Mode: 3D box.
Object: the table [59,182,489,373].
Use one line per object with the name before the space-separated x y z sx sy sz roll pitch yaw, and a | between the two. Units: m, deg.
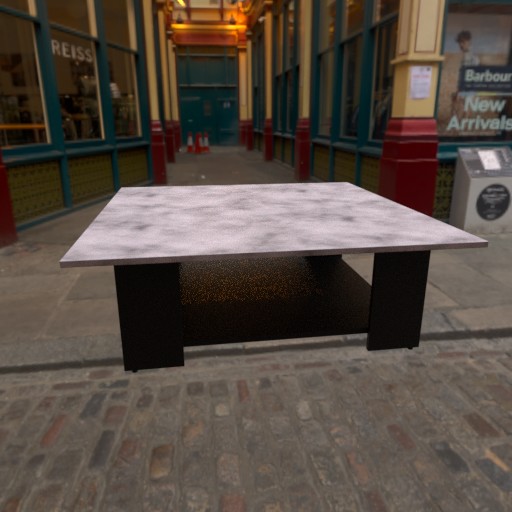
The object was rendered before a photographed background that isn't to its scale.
table | 0.000 0.000 1.367 0.890 0.305 0.890 -3 18 -8
